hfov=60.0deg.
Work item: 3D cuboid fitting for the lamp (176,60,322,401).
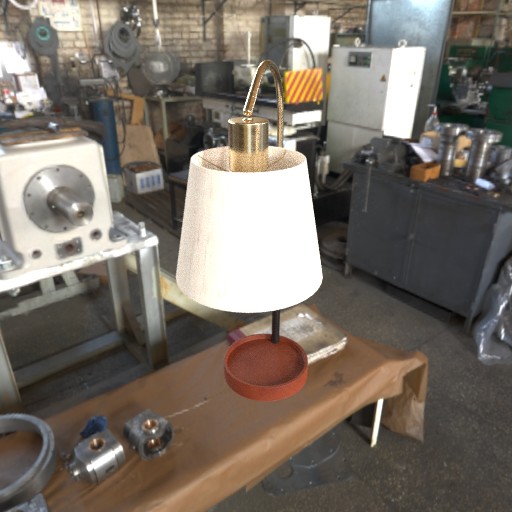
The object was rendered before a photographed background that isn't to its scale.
[{"bbox_3d":[0.000,0.000,0.666,0.211,0.536,0.273,8,27,16],"label":"lamp"}]
